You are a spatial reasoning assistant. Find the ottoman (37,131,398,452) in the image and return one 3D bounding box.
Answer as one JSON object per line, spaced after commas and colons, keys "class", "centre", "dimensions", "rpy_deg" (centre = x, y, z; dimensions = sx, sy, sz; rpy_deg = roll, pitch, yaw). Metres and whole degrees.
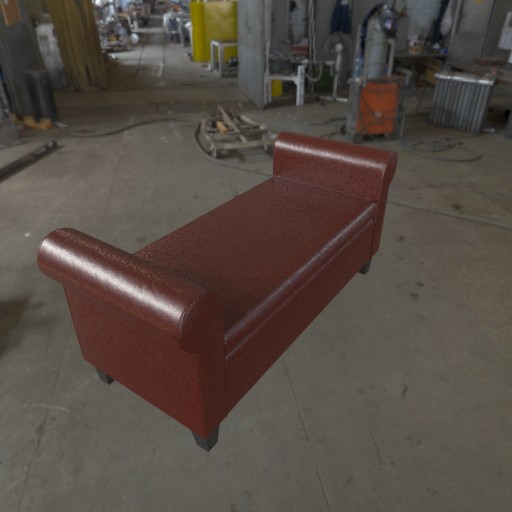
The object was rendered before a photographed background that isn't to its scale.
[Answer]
{"class": "ottoman", "centre": [0.000, 0.000, 1.567], "dimensions": [0.521, 0.547, 1.256], "rpy_deg": [20, 37, 29]}
